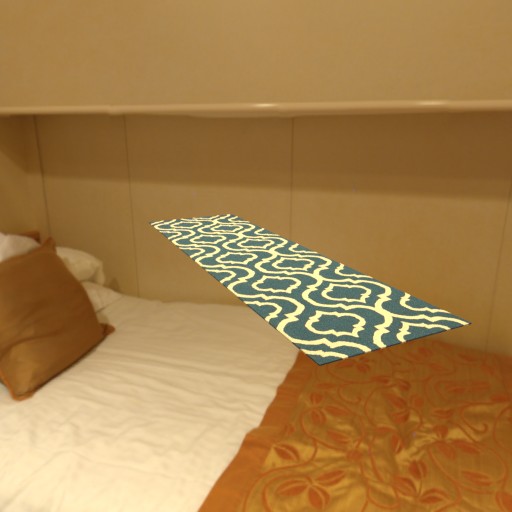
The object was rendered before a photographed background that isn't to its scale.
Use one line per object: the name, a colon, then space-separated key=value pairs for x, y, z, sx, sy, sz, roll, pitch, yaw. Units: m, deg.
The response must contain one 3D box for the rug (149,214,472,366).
rug: x=0.000 y=0.000 z=2.513 sx=0.685 sy=0.006 sz=2.296 roll=-8 pitch=19 yaw=-25
